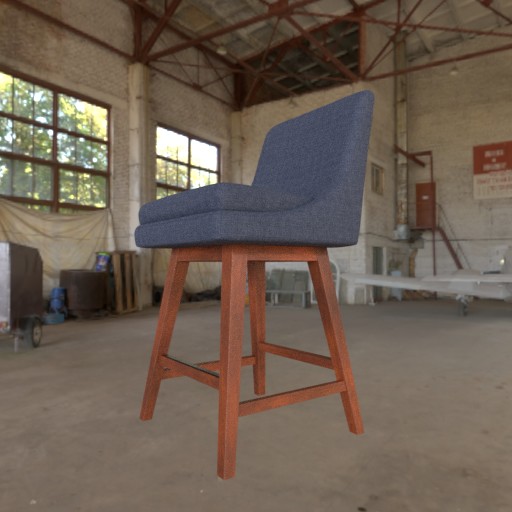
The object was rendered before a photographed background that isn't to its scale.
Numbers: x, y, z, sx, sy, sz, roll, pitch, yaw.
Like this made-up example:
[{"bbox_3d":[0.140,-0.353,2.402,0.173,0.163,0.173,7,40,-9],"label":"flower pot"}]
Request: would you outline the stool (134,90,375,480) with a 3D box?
[{"bbox_3d":[0.000,0.000,1.201,0.524,0.895,0.467,1,-1,-36],"label":"stool"}]
